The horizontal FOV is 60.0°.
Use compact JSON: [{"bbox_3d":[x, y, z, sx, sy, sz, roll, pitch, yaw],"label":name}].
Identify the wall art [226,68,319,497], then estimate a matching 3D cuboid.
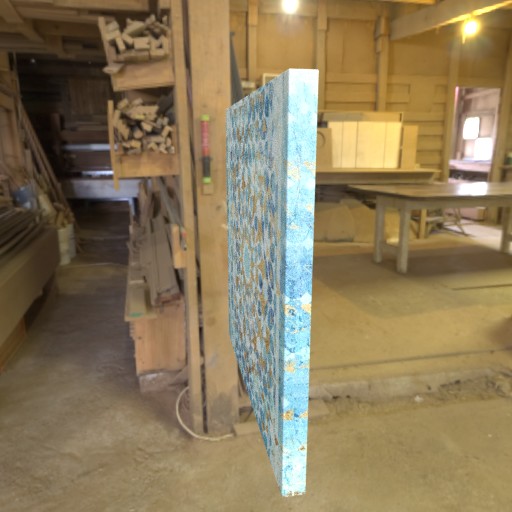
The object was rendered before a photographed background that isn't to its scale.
[{"bbox_3d":[0.000,0.000,0.895,0.040,0.609,0.609,-3,14,-10],"label":"wall art"}]
